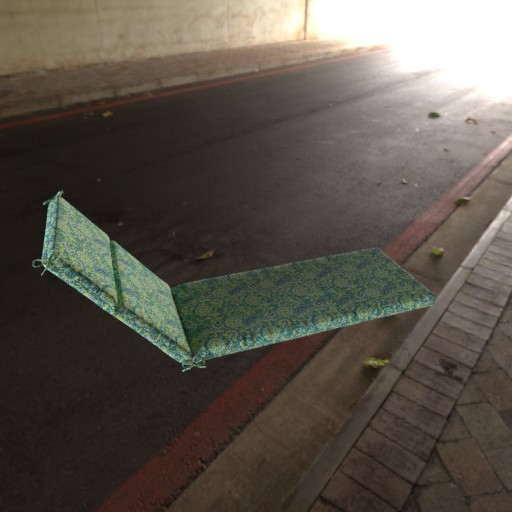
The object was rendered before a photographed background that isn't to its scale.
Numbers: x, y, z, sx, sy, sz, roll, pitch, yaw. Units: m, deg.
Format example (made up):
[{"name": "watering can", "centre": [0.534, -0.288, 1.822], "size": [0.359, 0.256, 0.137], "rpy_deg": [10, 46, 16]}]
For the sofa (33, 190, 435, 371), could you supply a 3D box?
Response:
[{"name": "sofa", "centre": [0.000, 0.000, 1.972], "size": [1.663, 0.622, 0.582], "rpy_deg": [-10, 32, -17]}]
